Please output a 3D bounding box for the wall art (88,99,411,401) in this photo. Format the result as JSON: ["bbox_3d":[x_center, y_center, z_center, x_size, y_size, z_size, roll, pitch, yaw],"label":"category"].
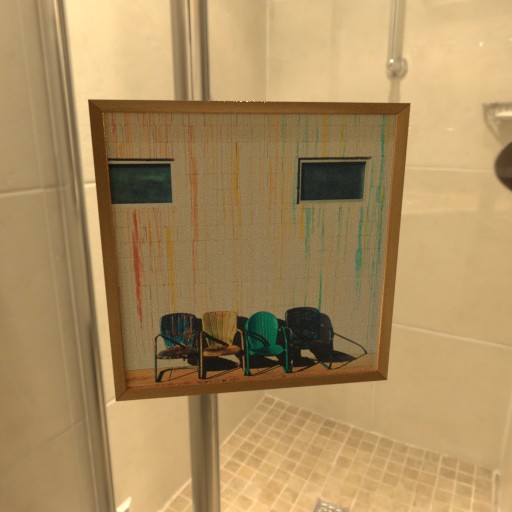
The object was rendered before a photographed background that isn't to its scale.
[{"bbox_3d":[0.000,0.000,0.459,0.302,0.302,0.019,-2,15,-8],"label":"wall art"}]
